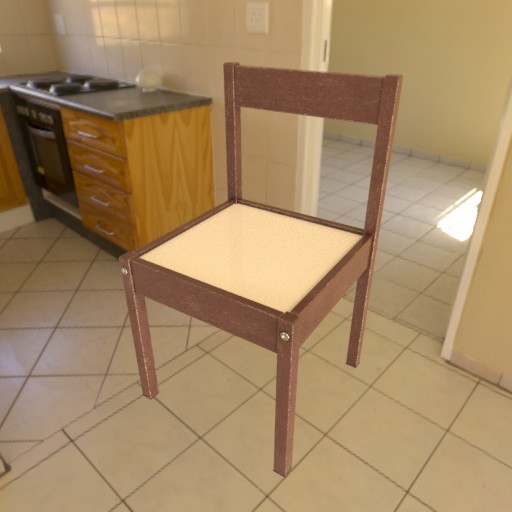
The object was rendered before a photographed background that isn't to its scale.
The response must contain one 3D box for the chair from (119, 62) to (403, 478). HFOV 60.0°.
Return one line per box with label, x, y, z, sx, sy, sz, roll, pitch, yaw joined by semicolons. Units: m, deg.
chair;0.000;0.000;0.675;0.285;0.505;0.285;18;34;28
